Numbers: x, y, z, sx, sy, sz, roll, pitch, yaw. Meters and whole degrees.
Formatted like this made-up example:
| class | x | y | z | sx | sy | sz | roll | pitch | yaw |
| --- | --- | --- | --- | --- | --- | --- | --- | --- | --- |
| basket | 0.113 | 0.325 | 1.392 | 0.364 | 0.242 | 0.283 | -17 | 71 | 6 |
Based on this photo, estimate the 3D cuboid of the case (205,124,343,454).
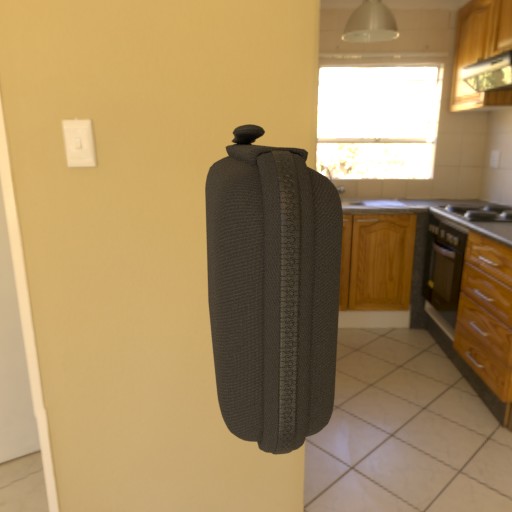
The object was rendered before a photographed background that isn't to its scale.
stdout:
| class | x | y | z | sx | sy | sz | roll | pitch | yaw |
| --- | --- | --- | --- | --- | --- | --- | --- | --- | --- |
| case | 0.000 | 0.000 | 0.181 | 0.038 | 0.105 | 0.132 | -2 | 15 | -8 |
